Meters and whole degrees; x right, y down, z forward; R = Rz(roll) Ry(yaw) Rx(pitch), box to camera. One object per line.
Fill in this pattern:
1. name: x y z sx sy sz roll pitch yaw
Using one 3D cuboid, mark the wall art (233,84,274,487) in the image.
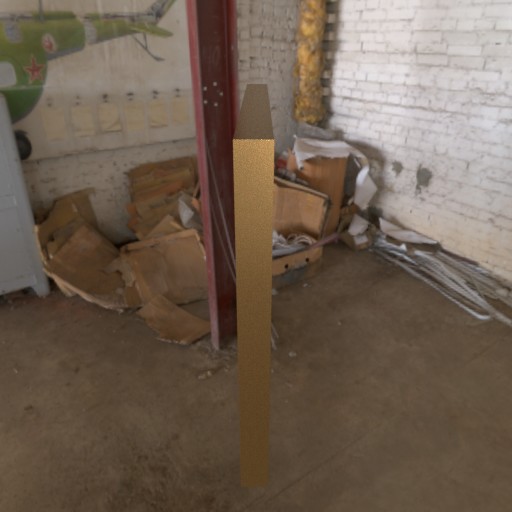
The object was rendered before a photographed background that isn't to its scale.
1. wall art: 0.000 0.000 0.769 0.040 0.509 0.509 0 27 0
